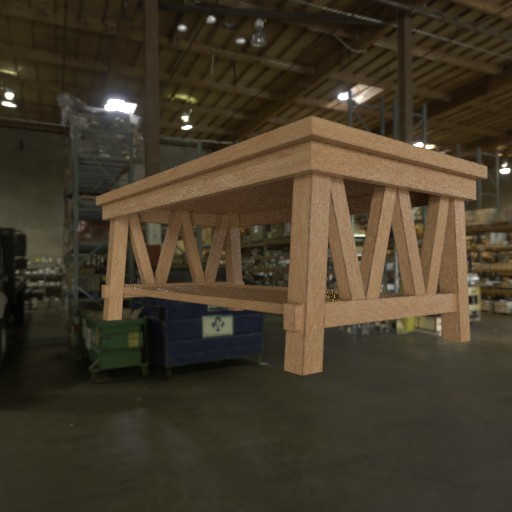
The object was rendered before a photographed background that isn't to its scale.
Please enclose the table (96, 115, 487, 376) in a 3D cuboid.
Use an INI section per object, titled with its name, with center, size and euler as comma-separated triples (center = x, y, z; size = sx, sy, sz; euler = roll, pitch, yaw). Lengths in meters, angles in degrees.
[table]
center = 0.000, 0.000, 1.562
size = 0.711, 0.507, 1.270
euler = 1, -2, -38
